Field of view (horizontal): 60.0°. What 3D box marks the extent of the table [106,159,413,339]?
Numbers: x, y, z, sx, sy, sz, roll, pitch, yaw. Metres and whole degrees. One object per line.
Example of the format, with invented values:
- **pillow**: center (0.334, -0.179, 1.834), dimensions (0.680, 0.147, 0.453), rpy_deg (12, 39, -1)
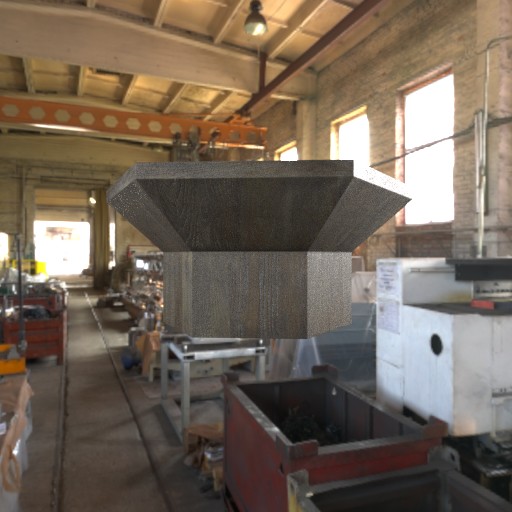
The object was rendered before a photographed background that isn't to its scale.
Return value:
- **table**: center (0.000, 0.000, 1.611), dimensions (0.966, 0.488, 1.115), rpy_deg (0, 0, 34)
